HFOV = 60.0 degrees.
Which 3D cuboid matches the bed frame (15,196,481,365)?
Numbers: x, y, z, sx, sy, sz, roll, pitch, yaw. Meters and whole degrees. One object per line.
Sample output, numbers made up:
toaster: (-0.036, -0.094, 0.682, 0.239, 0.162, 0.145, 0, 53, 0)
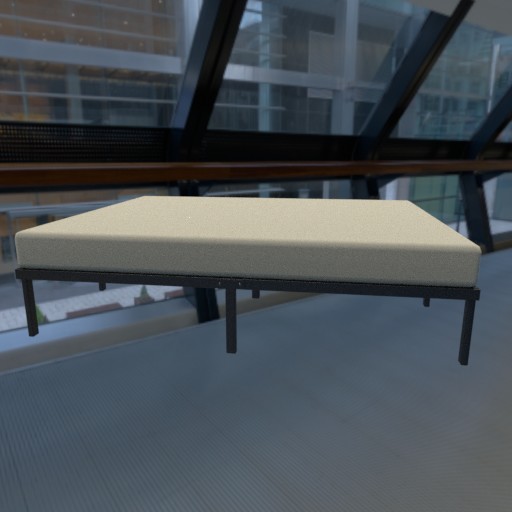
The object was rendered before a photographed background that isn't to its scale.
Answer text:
bed frame: (0.000, 0.000, 3.438, 2.635, 0.680, 1.990, 2, 14, 8)
